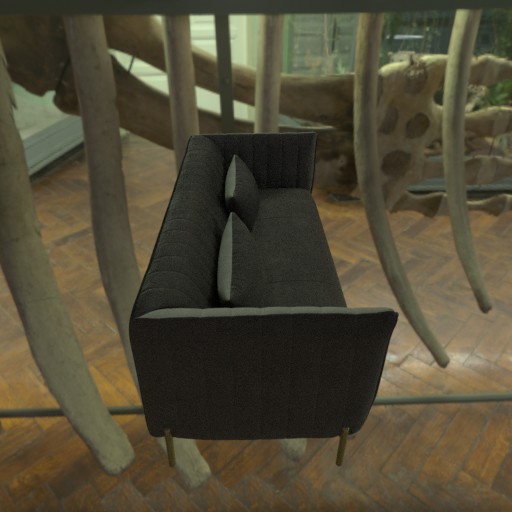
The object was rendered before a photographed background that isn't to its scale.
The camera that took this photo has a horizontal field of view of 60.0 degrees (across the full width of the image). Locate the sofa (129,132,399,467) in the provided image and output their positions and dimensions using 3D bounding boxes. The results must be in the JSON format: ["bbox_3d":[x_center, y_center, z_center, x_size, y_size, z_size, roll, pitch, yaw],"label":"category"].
[{"bbox_3d":[0.000,0.000,2.393,0.876,0.780,1.980,-1,33,-1],"label":"sofa"}]
